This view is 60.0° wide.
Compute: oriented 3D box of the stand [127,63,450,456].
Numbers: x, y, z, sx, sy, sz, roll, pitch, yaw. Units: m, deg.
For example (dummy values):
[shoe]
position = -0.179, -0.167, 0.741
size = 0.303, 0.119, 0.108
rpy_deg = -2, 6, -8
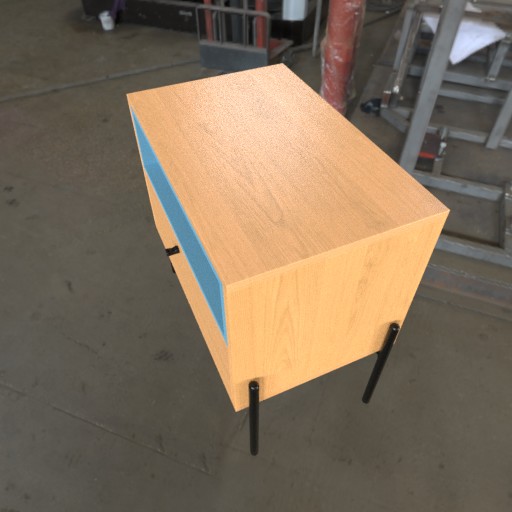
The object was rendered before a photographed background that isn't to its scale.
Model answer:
[stand]
position = 0.000, 0.000, 1.033
size = 0.400, 0.600, 0.630
rpy_deg = -18, 49, -16
